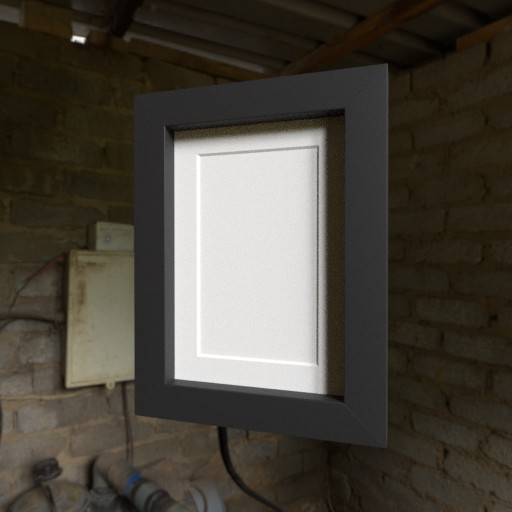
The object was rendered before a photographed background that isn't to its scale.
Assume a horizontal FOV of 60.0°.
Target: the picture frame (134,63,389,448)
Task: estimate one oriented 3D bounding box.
[{"bbox_3d":[0.000,0.000,0.276,0.157,0.208,0.028,0,1,18],"label":"picture frame"}]
